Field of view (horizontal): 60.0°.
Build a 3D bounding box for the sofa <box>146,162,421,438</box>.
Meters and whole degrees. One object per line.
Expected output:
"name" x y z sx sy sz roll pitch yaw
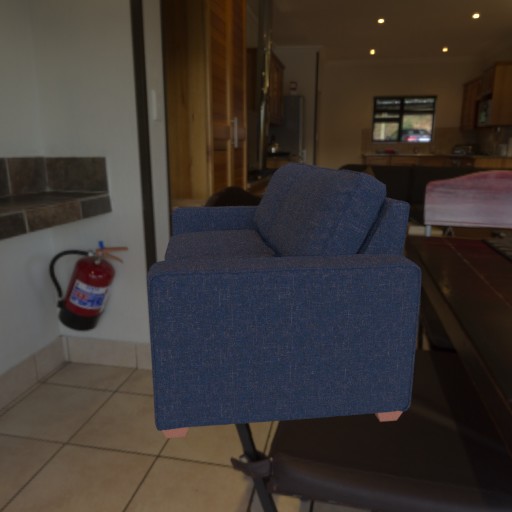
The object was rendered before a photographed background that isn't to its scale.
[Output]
"sofa" 0.000 0.000 2.283 0.947 0.918 1.709 -2 13 -7
